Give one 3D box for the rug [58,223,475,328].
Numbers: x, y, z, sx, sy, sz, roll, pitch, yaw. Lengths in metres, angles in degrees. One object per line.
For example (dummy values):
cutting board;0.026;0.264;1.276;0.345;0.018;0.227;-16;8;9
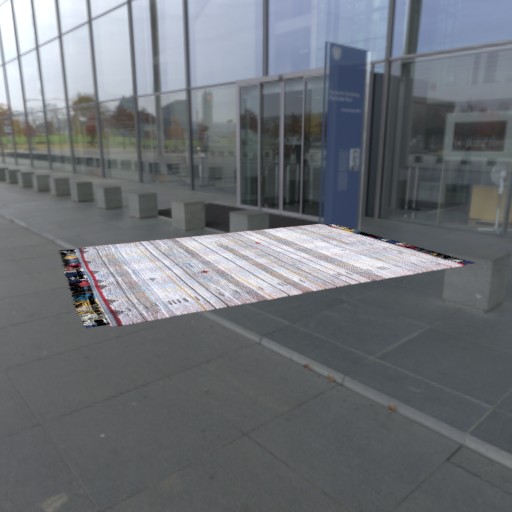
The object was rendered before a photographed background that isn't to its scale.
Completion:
rug;0.000;0.000;2.315;1.848;0.012;1.217;-7;16;-26
